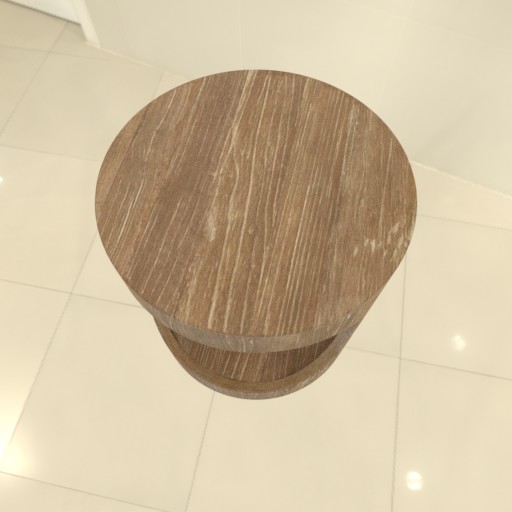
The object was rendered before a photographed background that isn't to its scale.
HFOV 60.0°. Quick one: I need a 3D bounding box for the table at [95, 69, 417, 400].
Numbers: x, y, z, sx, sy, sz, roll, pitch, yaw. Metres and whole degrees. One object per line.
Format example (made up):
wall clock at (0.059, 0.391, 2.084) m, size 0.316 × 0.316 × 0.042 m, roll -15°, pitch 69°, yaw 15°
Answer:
table at (0.000, 0.000, 0.978) m, size 0.527 × 0.551 × 0.527 m, roll 0°, pitch 63°, yaw 0°
